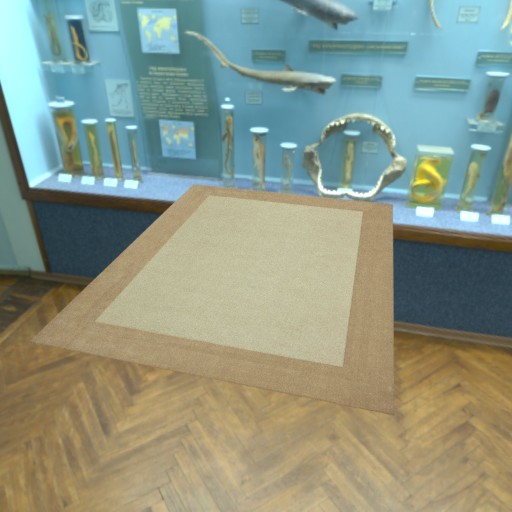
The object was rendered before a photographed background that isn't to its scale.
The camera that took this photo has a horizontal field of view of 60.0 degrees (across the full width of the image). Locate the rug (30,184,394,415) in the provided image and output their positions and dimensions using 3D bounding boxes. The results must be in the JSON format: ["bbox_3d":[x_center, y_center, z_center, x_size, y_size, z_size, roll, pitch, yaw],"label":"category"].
[{"bbox_3d":[0.000,0.000,4.071,2.438,0.014,3.048,8,31,13],"label":"rug"}]
